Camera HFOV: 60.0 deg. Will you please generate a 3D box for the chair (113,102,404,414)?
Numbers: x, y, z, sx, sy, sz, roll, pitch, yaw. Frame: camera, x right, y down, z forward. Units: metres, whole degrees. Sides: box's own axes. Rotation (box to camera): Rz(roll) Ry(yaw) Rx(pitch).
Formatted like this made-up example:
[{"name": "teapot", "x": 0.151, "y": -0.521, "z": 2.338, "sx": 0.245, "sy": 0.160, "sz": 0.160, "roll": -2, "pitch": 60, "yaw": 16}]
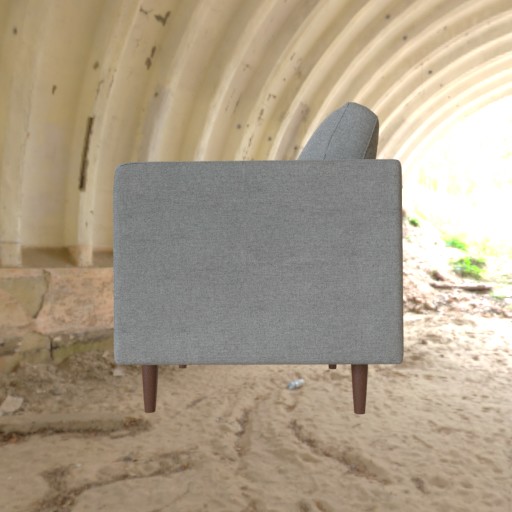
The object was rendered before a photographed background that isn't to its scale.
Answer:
[{"name": "chair", "x": 0.000, "y": 0.000, "z": 1.576, "sx": 0.800, "sy": 0.927, "sz": 0.855, "roll": 0, "pitch": 0, "yaw": 1}]
